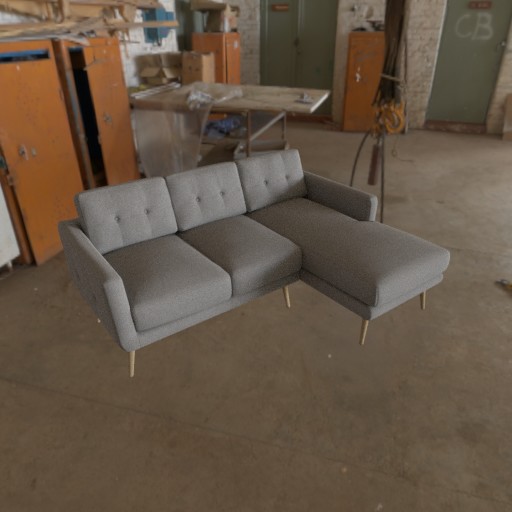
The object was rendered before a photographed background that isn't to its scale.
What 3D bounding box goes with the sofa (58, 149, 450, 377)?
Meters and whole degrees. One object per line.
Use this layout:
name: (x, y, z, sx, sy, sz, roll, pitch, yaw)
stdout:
sofa: (0.000, 0.000, 2.849, 2.040, 0.860, 1.530, -20, 34, -32)
